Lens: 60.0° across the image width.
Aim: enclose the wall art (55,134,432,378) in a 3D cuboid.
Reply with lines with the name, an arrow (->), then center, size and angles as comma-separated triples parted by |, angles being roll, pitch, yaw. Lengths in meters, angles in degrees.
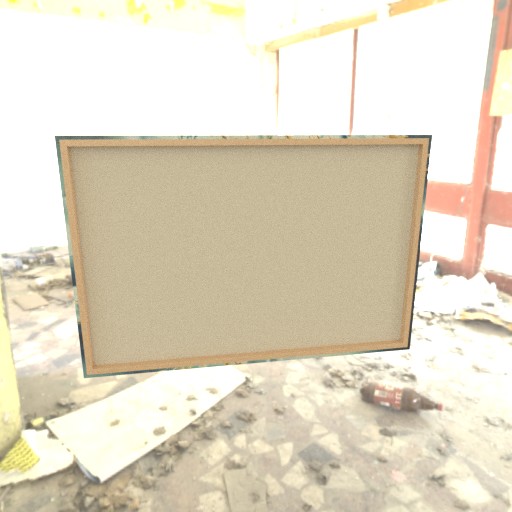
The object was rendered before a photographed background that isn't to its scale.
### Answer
wall art -> 0.000, 0.000, 1.442 | 1.138, 0.759, 0.035 | -3, 16, -9
